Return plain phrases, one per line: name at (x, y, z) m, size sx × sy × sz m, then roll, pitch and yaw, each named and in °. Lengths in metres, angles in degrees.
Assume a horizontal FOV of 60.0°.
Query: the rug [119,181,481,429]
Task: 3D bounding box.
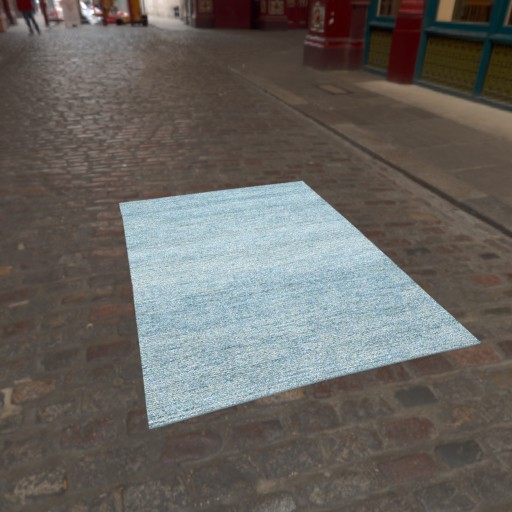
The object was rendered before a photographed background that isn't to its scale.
rug at (0.000, 0.000, 2.878) m, size 1.611 × 0.026 × 2.260 m, roll -9°, pitch 32°, yaw -15°
